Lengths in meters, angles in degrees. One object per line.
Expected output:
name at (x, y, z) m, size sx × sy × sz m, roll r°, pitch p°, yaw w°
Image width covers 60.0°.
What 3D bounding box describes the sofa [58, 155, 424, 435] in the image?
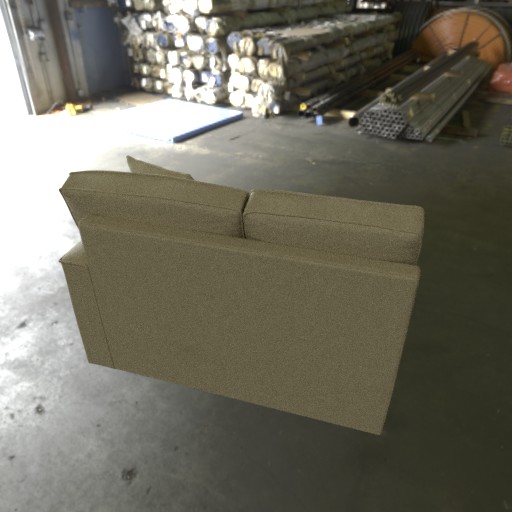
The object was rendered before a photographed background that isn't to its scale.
sofa at (0.000, 0.000, 2.079) m, size 1.388 × 0.989 × 0.991 m, roll 9°, pitch 33°, yaw 14°
